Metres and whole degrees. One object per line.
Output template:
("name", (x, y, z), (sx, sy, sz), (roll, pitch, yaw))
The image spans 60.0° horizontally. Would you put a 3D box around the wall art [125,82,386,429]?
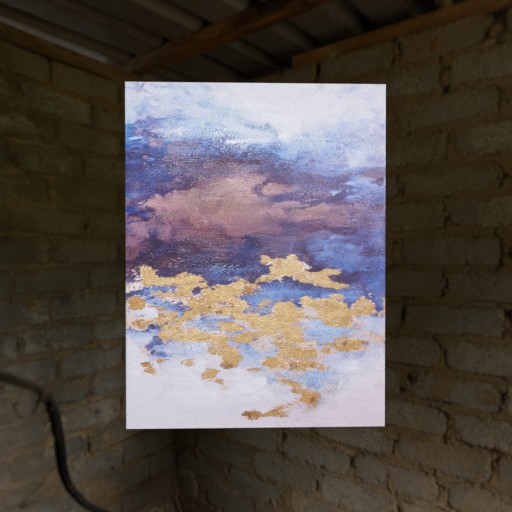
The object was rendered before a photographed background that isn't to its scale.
("wall art", (0.000, 0.000, 0.763), (0.437, 0.581, 0.036), (0, 1, -1))
